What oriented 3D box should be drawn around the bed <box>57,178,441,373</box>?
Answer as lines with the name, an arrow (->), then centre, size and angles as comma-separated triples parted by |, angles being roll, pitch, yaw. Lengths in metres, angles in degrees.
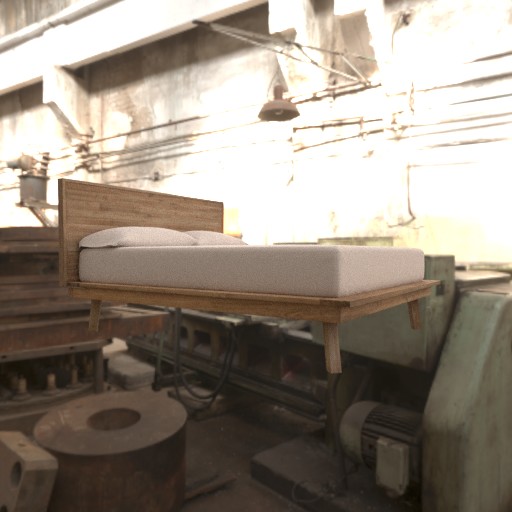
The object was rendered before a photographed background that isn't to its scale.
bed -> 0.000, 0.000, 3.189 | 2.145, 1.071, 1.759 | 0, 1, 35
